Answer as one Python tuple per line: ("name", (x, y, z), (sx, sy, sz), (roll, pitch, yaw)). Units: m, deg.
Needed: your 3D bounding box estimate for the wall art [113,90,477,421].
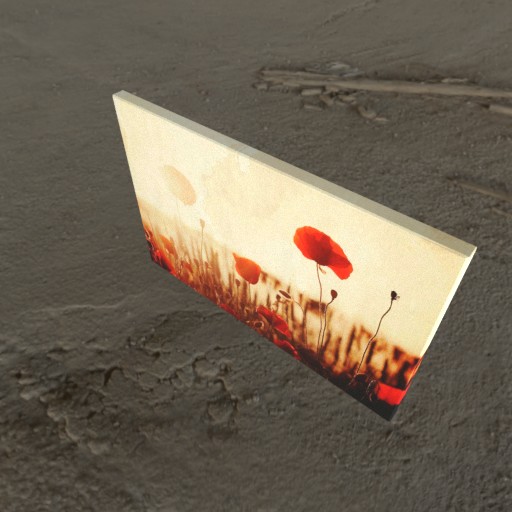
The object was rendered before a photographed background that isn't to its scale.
("wall art", (0.000, 0.000, 1.141), (0.918, 0.602, 0.038), (30, 52, 27))
